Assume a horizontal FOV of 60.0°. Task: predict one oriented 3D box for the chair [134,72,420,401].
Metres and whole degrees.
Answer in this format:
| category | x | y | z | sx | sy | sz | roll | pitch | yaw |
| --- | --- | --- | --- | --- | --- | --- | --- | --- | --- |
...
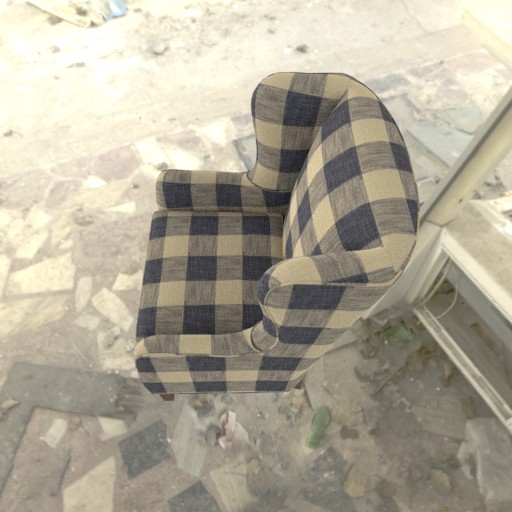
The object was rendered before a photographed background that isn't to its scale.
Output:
| category | x | y | z | sx | sy | sz | roll | pitch | yaw |
| --- | --- | --- | --- | --- | --- | --- | --- | --- | --- |
| chair | 0.000 | 0.000 | 1.679 | 0.889 | 1.041 | 0.830 | -1 | 57 | -1 |
